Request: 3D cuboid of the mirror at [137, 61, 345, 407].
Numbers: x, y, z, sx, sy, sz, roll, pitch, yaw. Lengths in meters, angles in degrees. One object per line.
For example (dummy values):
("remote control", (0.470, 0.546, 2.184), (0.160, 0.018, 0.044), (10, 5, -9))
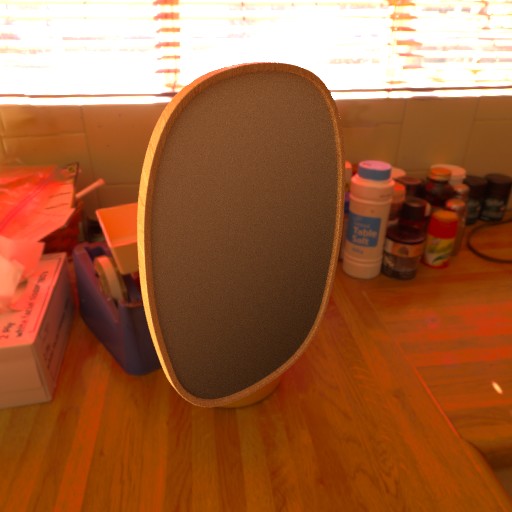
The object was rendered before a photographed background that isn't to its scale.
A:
("mirror", (0.000, 0.000, 1.335), (0.724, 1.075, 0.037), (-21, 35, -32))
